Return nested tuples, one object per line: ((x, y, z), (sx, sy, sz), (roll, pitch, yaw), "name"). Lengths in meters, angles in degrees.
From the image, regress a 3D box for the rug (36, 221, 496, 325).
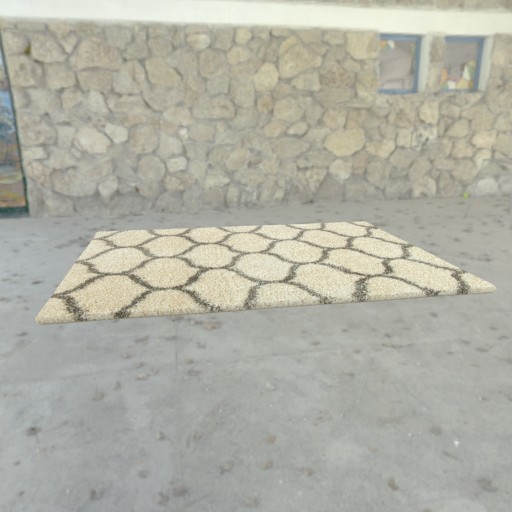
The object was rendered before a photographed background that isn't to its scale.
((0.000, 0.000, 2.060), (1.600, 0.025, 1.200), (-3, 17, -10), "rug")
